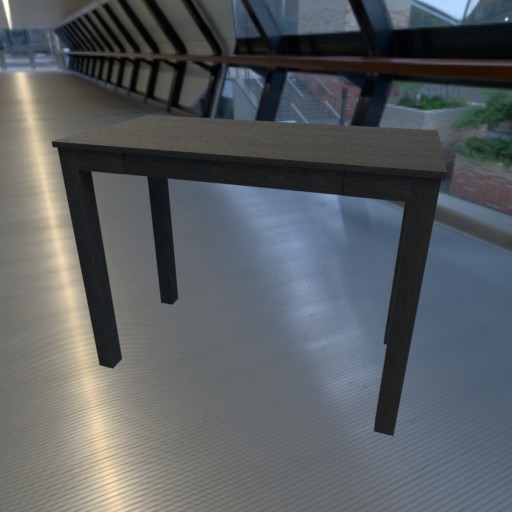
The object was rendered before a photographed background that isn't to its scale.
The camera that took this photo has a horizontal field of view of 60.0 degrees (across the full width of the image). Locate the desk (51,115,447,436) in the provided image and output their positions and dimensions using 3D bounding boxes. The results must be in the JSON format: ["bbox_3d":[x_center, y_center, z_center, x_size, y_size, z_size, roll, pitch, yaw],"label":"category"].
[{"bbox_3d":[0.000,0.000,1.428,0.991,0.762,0.499,8,27,16],"label":"desk"}]
